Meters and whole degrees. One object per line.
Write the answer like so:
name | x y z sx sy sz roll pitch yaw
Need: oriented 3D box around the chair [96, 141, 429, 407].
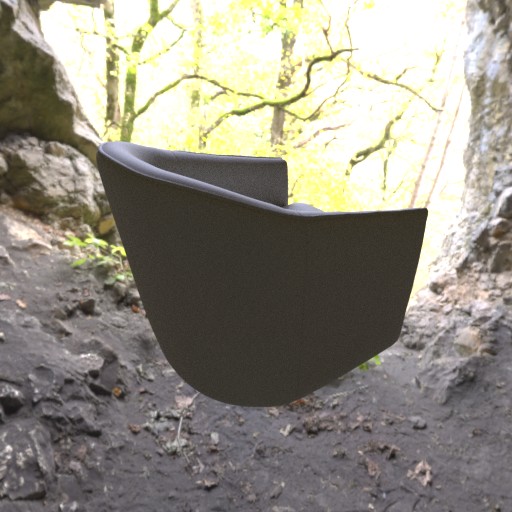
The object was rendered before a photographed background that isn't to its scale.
chair | 0.000 0.000 1.460 0.875 0.799 0.747 -19 34 -32
